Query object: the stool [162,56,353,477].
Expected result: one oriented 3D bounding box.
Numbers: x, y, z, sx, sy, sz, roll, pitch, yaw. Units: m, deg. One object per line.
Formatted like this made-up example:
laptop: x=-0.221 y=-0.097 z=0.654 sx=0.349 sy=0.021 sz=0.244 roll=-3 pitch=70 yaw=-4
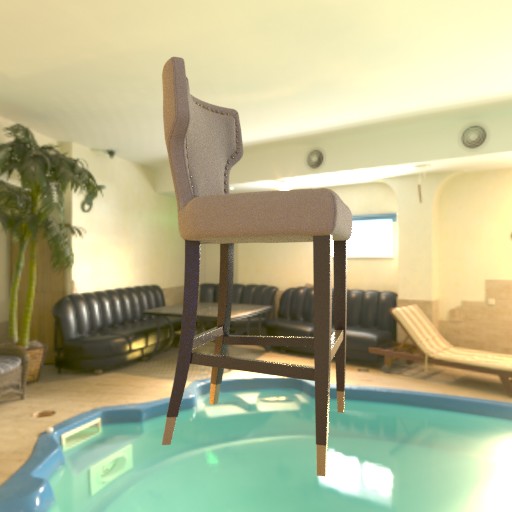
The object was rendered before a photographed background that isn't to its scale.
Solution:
stool: x=0.000 y=0.000 z=1.396 sx=0.563 sy=1.092 sz=0.526 roll=0 pitch=0 yaw=17
